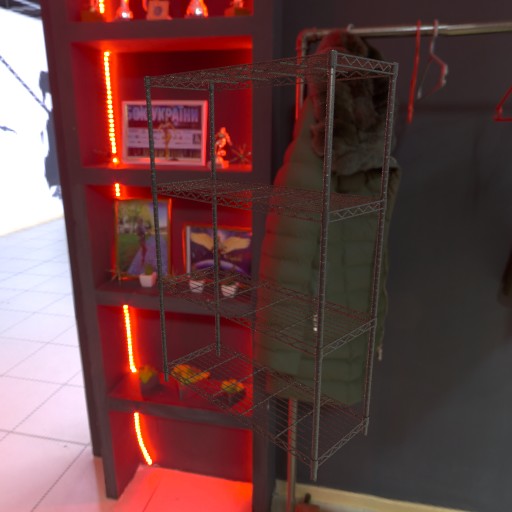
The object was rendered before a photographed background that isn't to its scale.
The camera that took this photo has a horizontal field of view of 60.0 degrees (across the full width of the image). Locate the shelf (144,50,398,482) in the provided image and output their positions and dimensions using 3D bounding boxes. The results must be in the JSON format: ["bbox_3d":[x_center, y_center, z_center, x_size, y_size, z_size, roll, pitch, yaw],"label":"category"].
[{"bbox_3d":[0.000,0.000,1.750,0.907,1.361,0.352,16,22,42],"label":"shelf"}]
